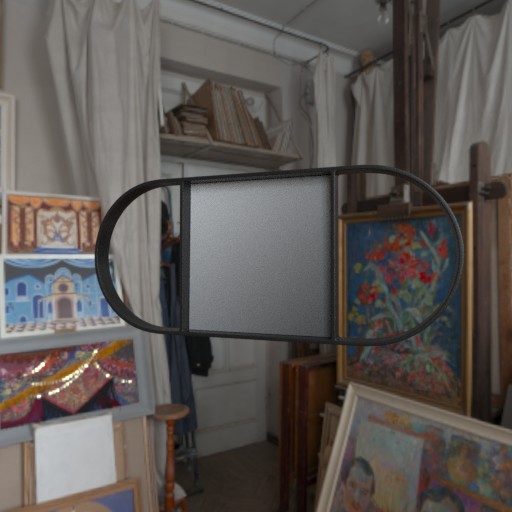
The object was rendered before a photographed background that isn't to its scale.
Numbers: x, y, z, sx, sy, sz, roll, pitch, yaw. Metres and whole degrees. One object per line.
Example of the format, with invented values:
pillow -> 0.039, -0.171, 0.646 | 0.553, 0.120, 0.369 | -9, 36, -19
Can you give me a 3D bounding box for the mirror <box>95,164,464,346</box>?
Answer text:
mirror -> 0.000, 0.000, 0.687 | 0.584, 0.254, 0.032 | 0, -1, 19
